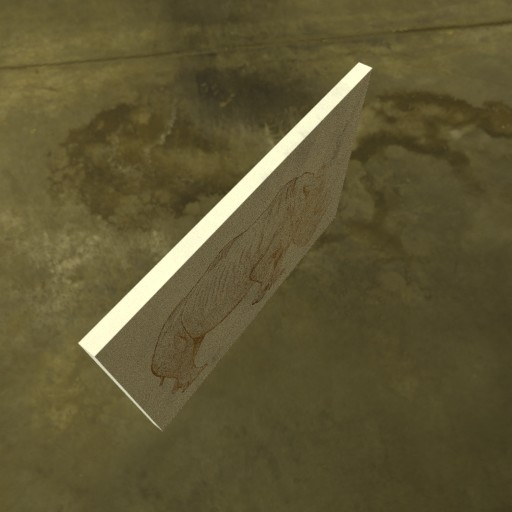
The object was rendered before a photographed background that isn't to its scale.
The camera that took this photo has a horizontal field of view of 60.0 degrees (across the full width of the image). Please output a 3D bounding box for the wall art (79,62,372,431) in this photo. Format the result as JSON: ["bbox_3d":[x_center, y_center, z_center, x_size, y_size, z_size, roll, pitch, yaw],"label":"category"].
[{"bbox_3d":[0.000,0.000,1.164,0.038,0.610,0.915,32,63,18],"label":"wall art"}]
